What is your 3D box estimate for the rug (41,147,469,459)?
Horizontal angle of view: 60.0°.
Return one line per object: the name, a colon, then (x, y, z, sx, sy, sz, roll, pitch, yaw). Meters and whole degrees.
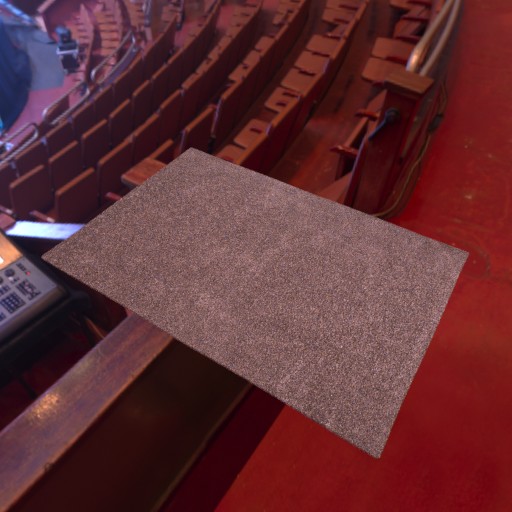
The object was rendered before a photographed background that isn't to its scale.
rug: (0.000, 0.000, 3.358, 2.699, 0.026, 1.802, 25, 51, 22)
